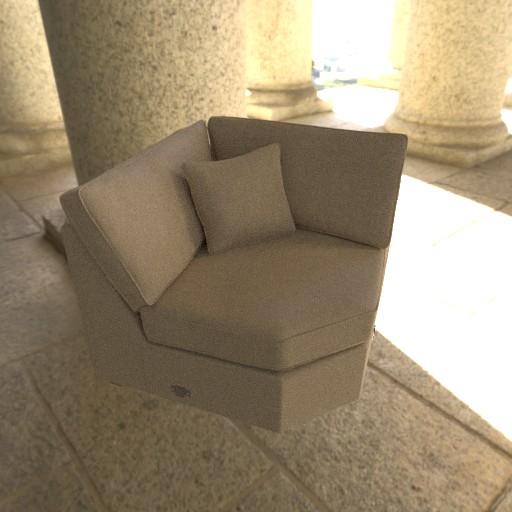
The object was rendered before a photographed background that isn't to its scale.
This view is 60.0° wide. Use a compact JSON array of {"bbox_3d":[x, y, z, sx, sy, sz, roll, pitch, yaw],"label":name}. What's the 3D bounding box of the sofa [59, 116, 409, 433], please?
[{"bbox_3d":[0.000,0.000,1.839,1.042,0.937,1.050,11,31,18],"label":"sofa"}]
